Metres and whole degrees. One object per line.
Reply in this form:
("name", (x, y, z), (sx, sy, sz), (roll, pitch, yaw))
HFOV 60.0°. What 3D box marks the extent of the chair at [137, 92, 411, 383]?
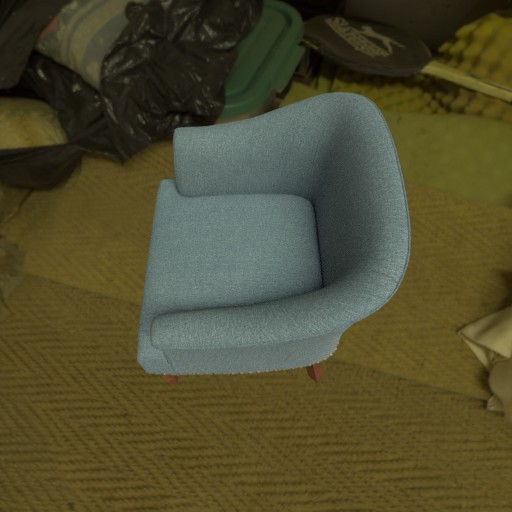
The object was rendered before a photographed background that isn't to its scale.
("chair", (0.000, 0.000, 1.416), (0.704, 0.815, 0.772), (-1, 58, 0))
